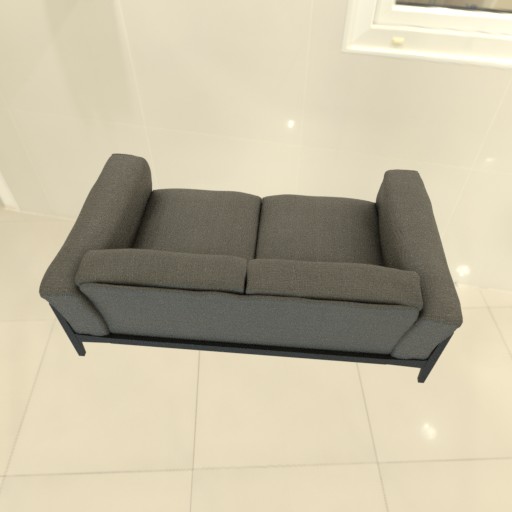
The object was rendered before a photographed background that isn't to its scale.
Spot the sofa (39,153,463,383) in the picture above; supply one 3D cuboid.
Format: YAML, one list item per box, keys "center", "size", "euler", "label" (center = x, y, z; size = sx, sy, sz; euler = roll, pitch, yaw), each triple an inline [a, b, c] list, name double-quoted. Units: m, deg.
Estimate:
- center: [0.000, 0.000, 2.192]
  size: [1.690, 0.656, 0.960]
  euler: [4, 48, 3]
  label: "sofa"
